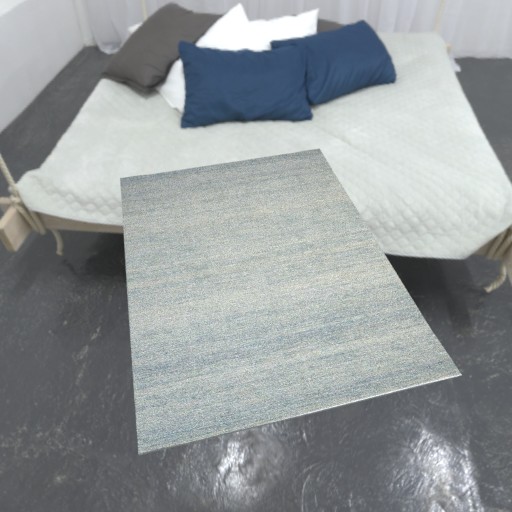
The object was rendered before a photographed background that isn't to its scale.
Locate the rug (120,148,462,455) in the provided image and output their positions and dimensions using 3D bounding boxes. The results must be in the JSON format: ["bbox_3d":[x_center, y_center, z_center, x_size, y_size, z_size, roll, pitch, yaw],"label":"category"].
[{"bbox_3d":[0.000,0.000,4.276,2.461,0.046,3.237,-10,47,-10],"label":"rug"}]
